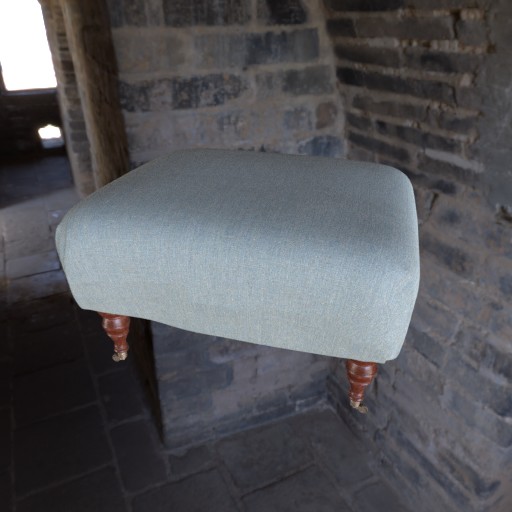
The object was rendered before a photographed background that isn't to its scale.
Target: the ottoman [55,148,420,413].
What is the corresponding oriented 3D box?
[{"bbox_3d":[0.000,0.000,1.127,0.747,0.450,0.622,8,28,14],"label":"ottoman"}]
